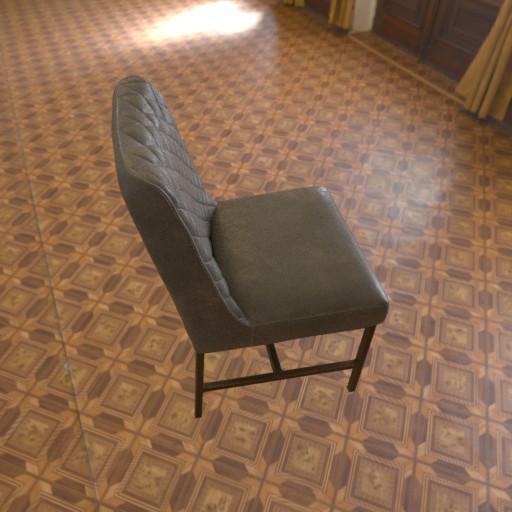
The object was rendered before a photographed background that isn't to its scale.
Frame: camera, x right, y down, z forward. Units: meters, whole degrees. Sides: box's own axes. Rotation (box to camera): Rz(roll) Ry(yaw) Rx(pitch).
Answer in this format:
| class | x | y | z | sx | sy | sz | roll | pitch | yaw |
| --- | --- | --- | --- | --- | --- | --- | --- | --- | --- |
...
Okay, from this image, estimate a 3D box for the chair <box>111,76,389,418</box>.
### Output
| class | x | y | z | sx | sy | sz | roll | pitch | yaw |
| --- | --- | --- | --- | --- | --- | --- | --- | --- | --- |
| chair | 0.000 | 0.000 | 1.225 | 0.587 | 0.889 | 0.508 | -9 | 46 | -9 |
